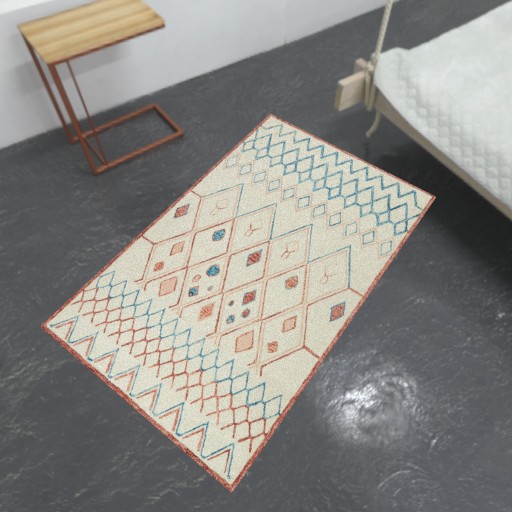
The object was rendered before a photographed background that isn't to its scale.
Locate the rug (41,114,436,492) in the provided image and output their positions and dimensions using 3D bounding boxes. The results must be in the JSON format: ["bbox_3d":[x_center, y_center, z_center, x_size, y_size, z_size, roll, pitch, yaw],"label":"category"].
[{"bbox_3d":[0.000,0.000,3.030,1.524,0.015,2.438,32,63,19],"label":"rug"}]
